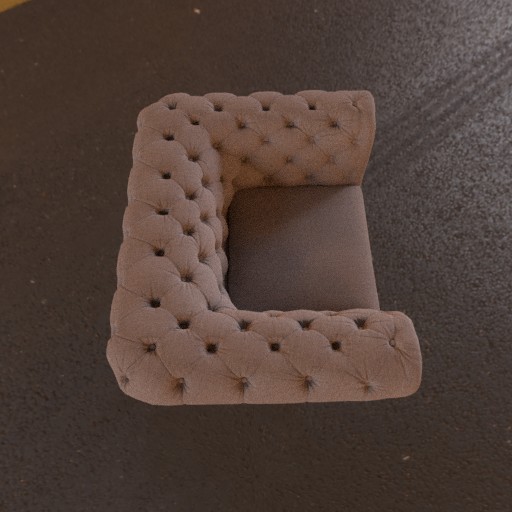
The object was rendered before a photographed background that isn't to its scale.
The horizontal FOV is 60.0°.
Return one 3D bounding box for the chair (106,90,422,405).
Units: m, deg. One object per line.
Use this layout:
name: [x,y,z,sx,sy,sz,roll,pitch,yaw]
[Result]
chair: [0.000,0.000,1.877,0.976,0.770,1.270,-1,63,0]
